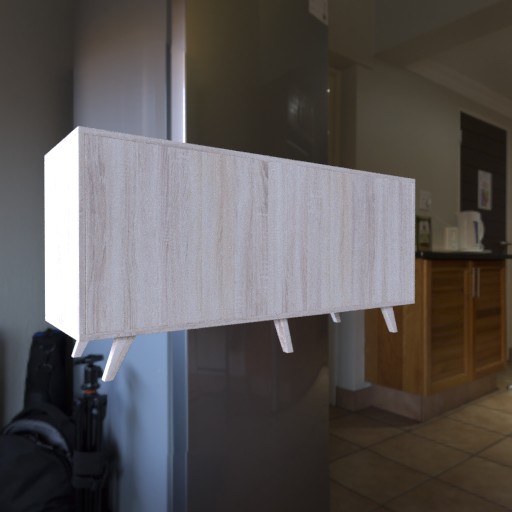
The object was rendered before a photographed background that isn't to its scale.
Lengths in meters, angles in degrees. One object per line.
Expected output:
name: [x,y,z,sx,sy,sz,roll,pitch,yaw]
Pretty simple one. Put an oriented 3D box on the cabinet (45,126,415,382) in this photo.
cabinet: [0.000,0.000,1.993,1.650,0.780,0.500,0,1,-36]
